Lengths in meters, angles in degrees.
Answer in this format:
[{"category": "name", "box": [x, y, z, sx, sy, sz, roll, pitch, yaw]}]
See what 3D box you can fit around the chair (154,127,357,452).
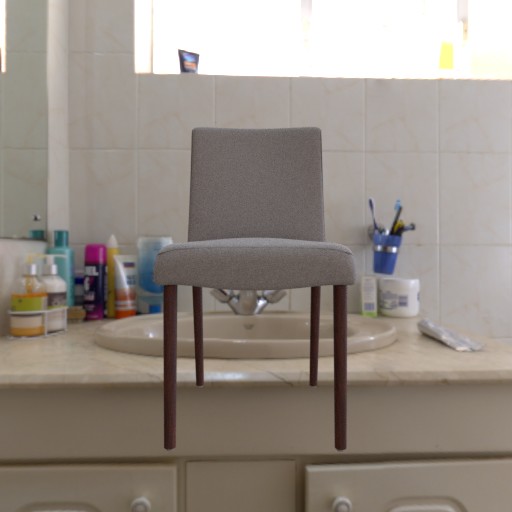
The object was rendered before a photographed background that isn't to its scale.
[{"category": "chair", "box": [0.000, 0.000, 1.215, 0.456, 0.859, 0.570, 0, -1, 0]}]
